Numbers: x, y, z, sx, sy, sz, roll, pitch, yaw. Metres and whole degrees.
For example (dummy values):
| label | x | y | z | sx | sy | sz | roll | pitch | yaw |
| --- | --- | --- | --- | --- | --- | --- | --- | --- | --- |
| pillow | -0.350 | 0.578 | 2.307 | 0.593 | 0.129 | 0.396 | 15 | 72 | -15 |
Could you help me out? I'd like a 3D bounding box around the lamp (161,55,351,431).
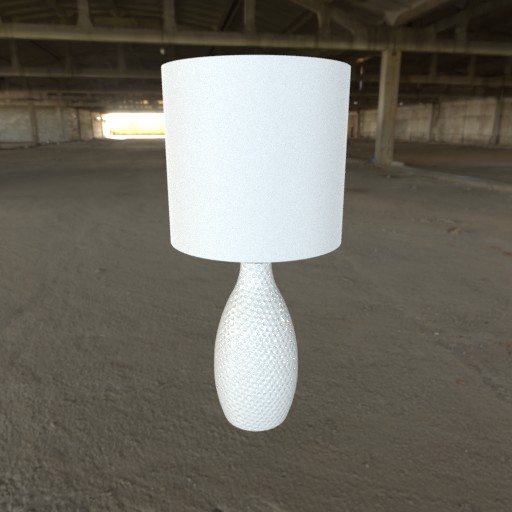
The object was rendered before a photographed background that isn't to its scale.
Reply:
| label | x | y | z | sx | sy | sz | roll | pitch | yaw |
| --- | --- | --- | --- | --- | --- | --- | --- | --- | --- |
| lamp | 0.000 | 0.000 | 0.575 | 0.214 | 0.466 | 0.214 | -3 | 17 | -10 |
